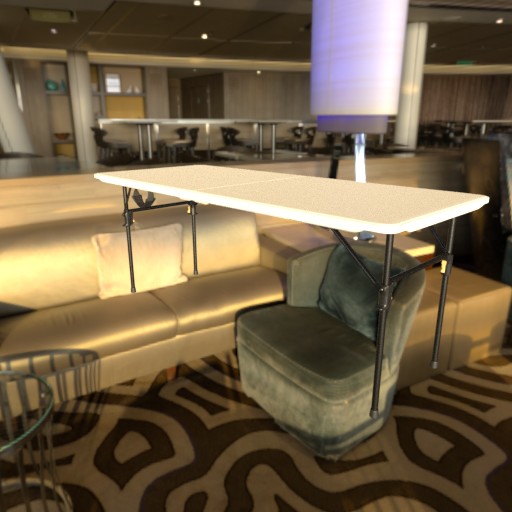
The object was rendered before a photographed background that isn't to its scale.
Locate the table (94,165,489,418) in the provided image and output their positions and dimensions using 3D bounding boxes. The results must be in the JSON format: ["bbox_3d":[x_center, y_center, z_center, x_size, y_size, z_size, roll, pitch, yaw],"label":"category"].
[{"bbox_3d":[0.000,0.000,2.177,0.761,0.719,1.829,-16,23,-42],"label":"table"}]
